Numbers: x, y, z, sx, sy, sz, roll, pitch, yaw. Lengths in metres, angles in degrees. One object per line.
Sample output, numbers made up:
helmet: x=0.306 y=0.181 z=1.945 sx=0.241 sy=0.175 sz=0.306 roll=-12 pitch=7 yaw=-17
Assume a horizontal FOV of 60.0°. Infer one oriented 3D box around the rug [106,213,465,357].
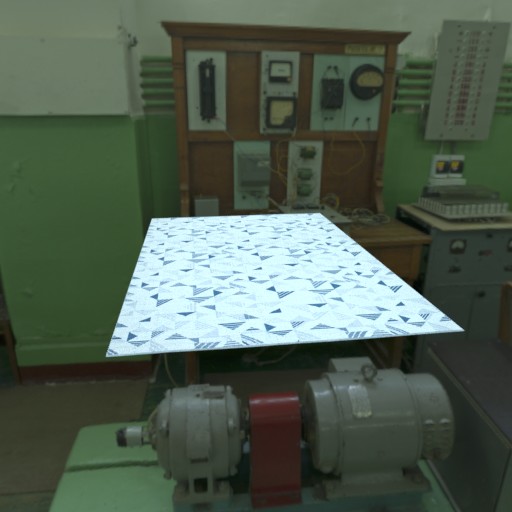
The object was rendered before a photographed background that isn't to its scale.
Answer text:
rug: x=0.000 y=0.000 z=2.316 sx=1.206 sy=0.003 sz=1.835 roll=-3 pitch=19 yaw=-8
